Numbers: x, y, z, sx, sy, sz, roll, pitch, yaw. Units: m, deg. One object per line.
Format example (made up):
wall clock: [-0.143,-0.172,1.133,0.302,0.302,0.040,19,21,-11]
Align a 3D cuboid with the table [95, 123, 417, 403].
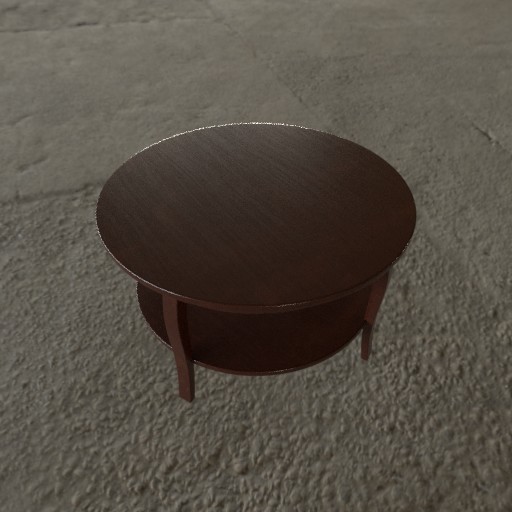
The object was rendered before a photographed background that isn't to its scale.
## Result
table: [0.000,0.000,1.469,0.911,0.512,0.911,0,41,0]
